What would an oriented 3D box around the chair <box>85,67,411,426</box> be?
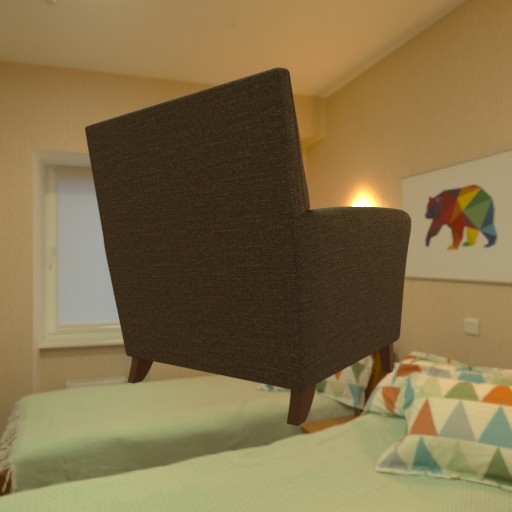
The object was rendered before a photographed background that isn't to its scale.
[{"bbox_3d":[0.000,0.000,1.583,0.838,0.885,0.875,0,-1,36],"label":"chair"}]
